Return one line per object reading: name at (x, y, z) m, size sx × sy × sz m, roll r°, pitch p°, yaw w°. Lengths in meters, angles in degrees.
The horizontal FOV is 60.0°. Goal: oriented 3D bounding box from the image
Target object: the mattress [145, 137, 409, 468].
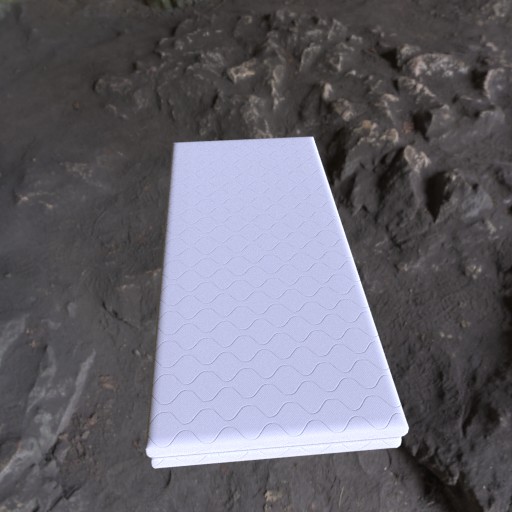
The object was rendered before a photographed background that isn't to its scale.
mattress at (0.000, 0.000, 2.207) m, size 0.900 × 0.200 × 1.900 m, roll -3°, pitch 46°, yaw -3°
